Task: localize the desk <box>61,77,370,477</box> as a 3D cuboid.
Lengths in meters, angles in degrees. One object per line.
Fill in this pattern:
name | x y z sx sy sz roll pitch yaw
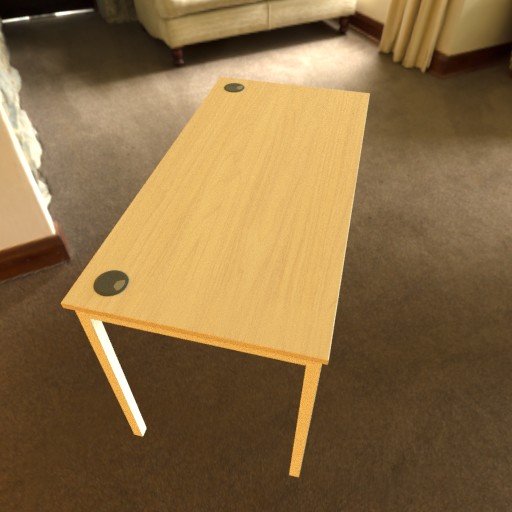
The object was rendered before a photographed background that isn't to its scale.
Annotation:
desk | 0.000 0.000 1.612 0.600 0.750 1.200 10 47 10
